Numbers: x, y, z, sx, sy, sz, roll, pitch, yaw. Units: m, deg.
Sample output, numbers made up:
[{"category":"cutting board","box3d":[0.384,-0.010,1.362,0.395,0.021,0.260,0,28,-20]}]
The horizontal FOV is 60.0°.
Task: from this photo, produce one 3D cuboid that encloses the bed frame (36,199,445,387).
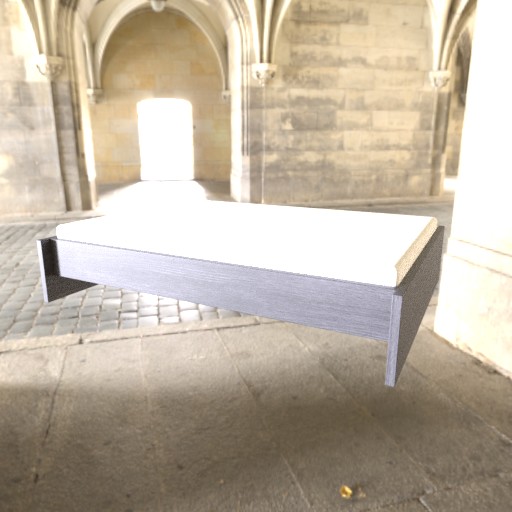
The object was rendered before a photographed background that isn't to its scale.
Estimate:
[{"category":"bed frame","box3d":[0.000,0.000,2.676,1.950,0.432,1.490,8,16,27]}]
